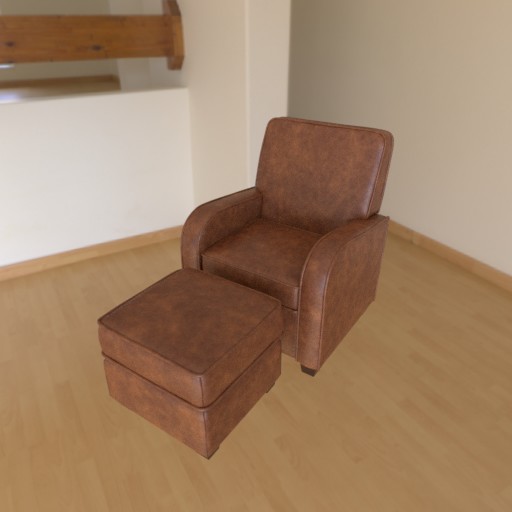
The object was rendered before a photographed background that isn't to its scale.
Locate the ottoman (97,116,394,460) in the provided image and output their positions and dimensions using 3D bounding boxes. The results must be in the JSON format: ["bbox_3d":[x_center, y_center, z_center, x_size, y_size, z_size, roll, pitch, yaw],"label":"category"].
[{"bbox_3d":[0.000,0.000,1.868,0.732,0.904,1.314,18,33,29],"label":"ottoman"}]
